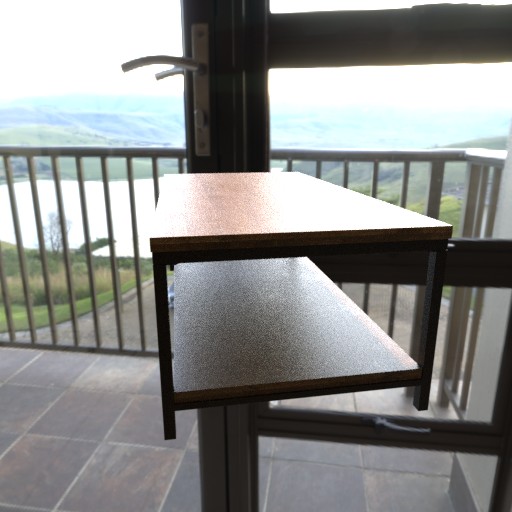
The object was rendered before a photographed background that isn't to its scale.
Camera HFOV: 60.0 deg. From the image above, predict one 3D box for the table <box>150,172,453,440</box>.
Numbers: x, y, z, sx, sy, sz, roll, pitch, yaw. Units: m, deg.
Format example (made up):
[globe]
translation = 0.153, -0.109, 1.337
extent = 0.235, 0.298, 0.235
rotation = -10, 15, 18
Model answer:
[table]
translation = 0.000, 0.000, 1.353
extent = 0.551, 0.399, 1.100
rotation = -3, 16, -10
